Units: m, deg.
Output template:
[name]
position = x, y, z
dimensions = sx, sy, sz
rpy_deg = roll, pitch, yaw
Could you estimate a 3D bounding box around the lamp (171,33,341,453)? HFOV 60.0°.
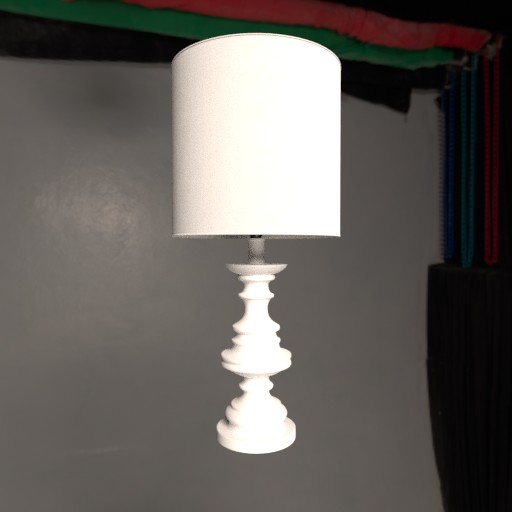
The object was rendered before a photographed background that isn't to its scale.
[lamp]
position = 0.000, 0.000, 0.557
dimensions = 0.208, 0.455, 0.208
rpy_deg = 0, 1, -19
